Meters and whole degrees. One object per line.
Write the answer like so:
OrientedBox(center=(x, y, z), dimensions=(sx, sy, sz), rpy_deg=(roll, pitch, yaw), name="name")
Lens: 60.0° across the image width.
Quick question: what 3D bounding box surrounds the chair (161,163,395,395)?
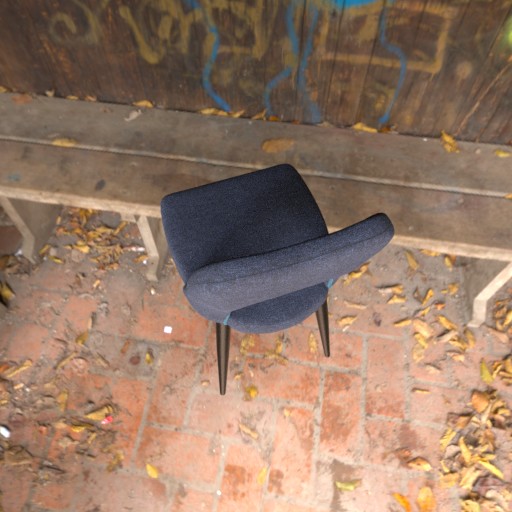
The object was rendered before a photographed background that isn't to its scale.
OrientedBox(center=(0.000, 0.000, 1.304), dimensions=(0.470, 0.931, 0.612), rpy_deg=(-17, 60, -10), name="chair")
